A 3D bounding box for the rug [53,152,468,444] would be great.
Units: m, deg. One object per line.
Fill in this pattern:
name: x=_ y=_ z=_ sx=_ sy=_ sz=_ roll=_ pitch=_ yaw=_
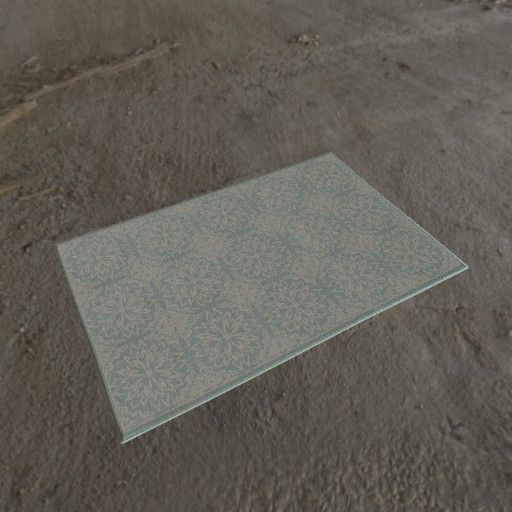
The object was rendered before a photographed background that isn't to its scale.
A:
rug: x=0.000 y=0.000 z=2.344 sx=1.840 sy=0.012 sz=1.219 roll=-22 pitch=50 yaw=-20
